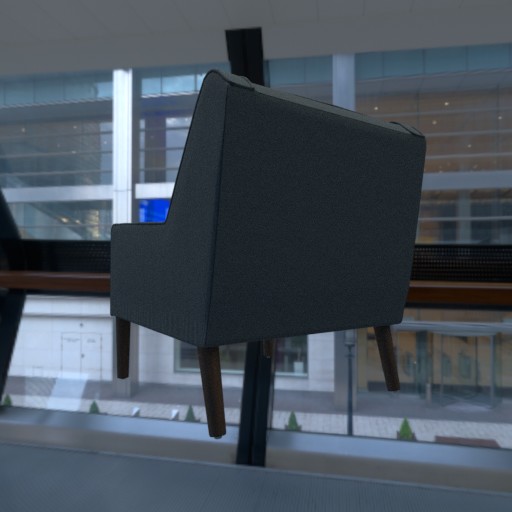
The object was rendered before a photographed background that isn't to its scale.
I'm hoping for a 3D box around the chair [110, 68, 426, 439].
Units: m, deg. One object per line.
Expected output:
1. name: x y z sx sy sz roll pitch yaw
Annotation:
1. chair: 0.000 0.000 1.326 0.663 0.780 0.733 1 -1 -35
